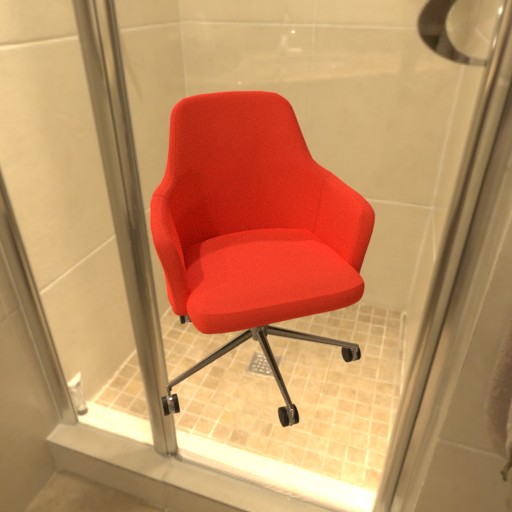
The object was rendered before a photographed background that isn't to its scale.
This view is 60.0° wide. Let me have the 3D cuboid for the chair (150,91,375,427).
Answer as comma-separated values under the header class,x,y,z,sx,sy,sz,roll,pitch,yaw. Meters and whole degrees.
class,x,y,z,sx,sy,sz,roll,pitch,yaw
chair,0.000,0.000,1.290,0.655,0.820,0.600,-10,32,-15
